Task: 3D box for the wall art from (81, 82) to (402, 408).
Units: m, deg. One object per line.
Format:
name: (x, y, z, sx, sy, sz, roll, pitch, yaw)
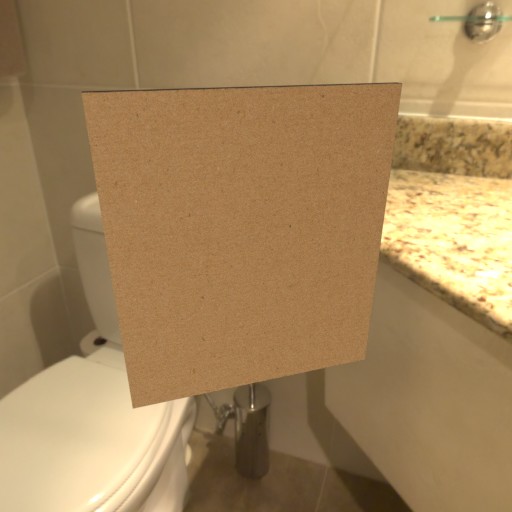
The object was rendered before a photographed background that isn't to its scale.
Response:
wall art: (0.000, 0.000, 1.206, 0.755, 0.863, 0.028, -8, 27, -15)
